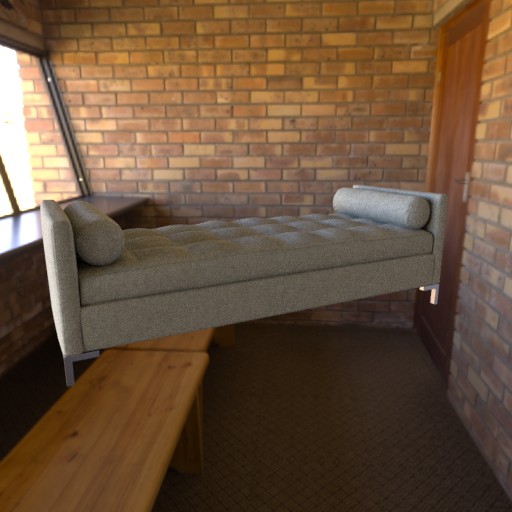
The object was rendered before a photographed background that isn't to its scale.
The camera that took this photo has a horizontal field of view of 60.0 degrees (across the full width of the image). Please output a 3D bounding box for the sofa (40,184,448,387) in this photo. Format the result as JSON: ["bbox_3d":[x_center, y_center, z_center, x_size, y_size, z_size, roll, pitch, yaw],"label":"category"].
[{"bbox_3d":[0.000,0.000,2.465,2.102,0.657,0.797,-7,16,-27],"label":"sofa"}]
